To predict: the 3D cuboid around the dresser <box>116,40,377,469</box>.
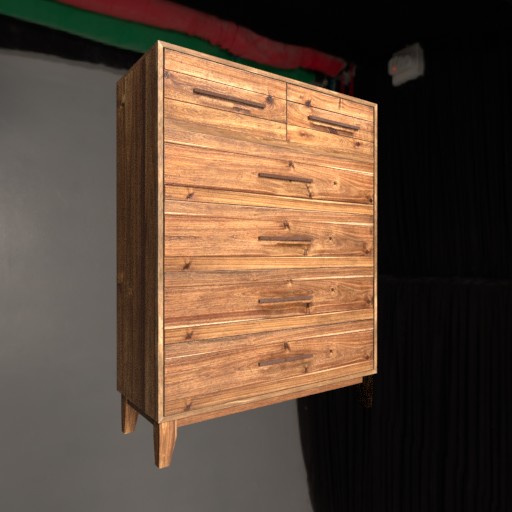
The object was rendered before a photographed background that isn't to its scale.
[{"bbox_3d":[0.000,0.000,1.904,1.062,1.393,0.442,0,0,-35],"label":"dresser"}]
